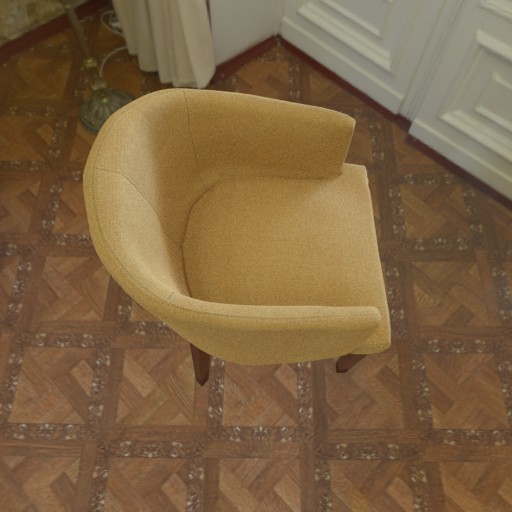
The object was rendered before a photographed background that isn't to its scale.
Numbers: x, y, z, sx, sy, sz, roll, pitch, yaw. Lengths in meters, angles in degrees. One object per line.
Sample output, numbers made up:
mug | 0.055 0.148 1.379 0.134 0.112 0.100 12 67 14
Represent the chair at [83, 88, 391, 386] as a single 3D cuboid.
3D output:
chair | 0.000 0.000 1.197 0.655 0.811 0.583 -1 65 0
